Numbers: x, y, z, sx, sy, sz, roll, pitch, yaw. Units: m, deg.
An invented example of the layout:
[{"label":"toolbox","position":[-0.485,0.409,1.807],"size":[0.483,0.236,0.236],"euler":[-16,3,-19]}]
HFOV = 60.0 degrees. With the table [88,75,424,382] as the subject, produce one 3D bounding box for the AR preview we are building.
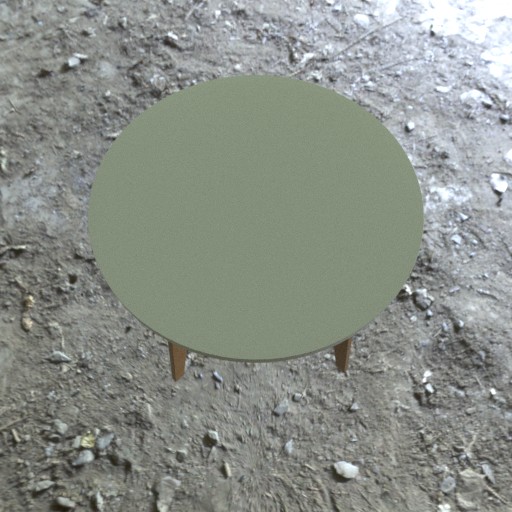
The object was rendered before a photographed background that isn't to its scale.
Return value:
[{"label":"table","position":[0.000,0.000,1.539],"size":[0.896,0.762,0.896],"euler":[0,64,0]}]
